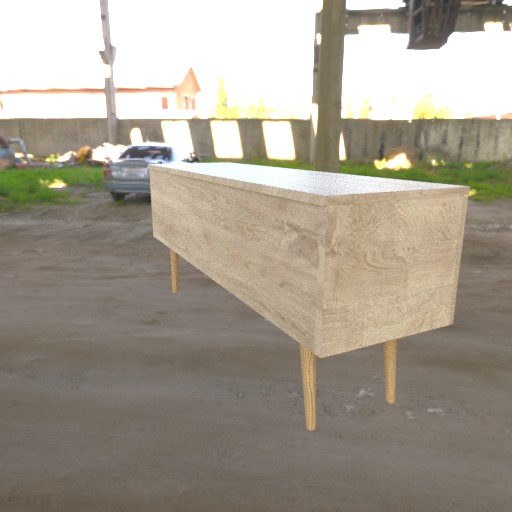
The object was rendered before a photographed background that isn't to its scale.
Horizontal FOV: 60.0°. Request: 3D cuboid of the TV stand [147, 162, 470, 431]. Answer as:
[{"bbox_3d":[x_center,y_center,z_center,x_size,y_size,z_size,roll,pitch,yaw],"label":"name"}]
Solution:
[{"bbox_3d":[0.000,0.000,1.507,0.401,0.565,1.313,-7,16,-26],"label":"TV stand"}]
